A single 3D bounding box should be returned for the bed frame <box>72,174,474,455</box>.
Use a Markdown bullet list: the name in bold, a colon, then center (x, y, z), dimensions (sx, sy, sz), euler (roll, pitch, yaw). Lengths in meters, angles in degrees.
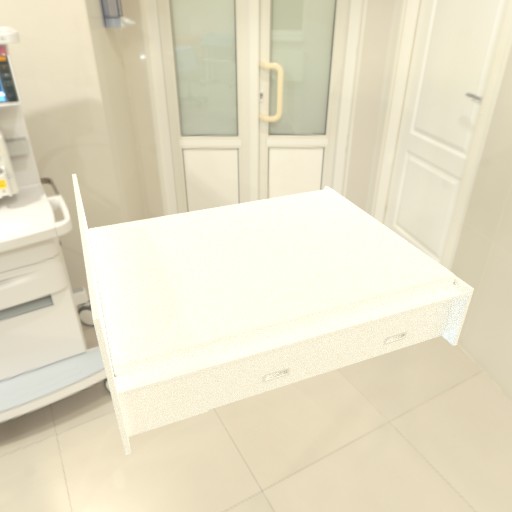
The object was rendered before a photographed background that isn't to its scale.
- **bed frame**: center (0.000, 0.000, 2.801), dimensions (1.960, 0.800, 1.622), euler (-12, 33, -19)
